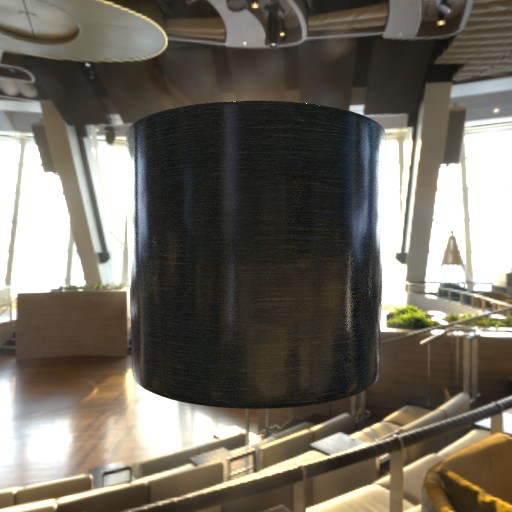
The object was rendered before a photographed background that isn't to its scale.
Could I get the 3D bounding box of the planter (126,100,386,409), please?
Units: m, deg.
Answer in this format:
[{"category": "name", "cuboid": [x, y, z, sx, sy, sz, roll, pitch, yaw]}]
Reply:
[{"category": "planter", "cuboid": [0.000, 0.000, 0.395, 0.221, 0.201, 0.221, 0, 0, 0]}]
